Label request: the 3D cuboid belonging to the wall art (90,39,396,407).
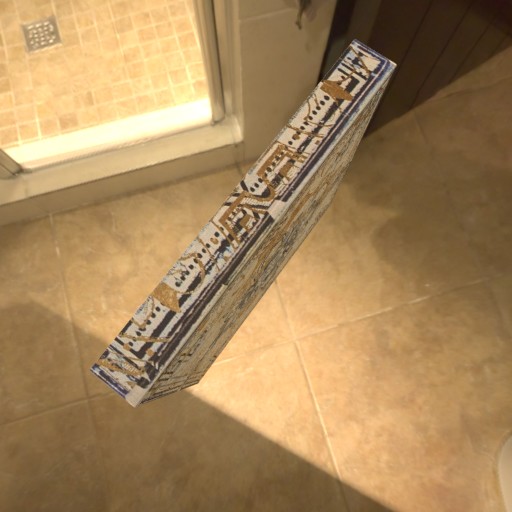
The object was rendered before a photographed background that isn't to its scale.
[{"bbox_3d":[0.000,0.000,0.453,0.038,0.306,0.302,36,79,8],"label":"wall art"}]
